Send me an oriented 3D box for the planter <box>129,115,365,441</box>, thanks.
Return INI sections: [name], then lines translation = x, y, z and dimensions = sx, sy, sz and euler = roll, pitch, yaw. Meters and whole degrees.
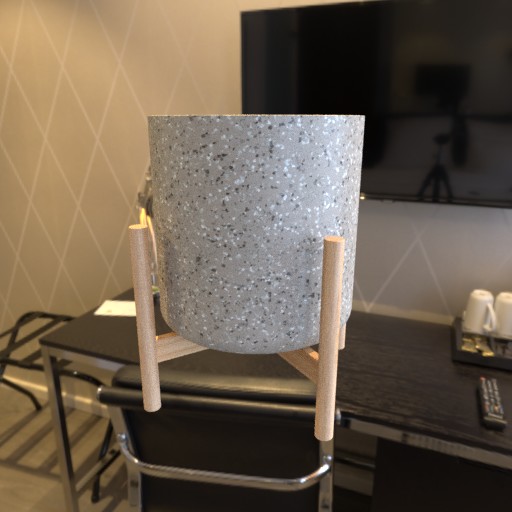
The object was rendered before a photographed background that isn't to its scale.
[planter]
translation = 0.000, 0.000, 0.696
dimensions = 0.360, 0.419, 0.360
euler = -2, 17, -8
